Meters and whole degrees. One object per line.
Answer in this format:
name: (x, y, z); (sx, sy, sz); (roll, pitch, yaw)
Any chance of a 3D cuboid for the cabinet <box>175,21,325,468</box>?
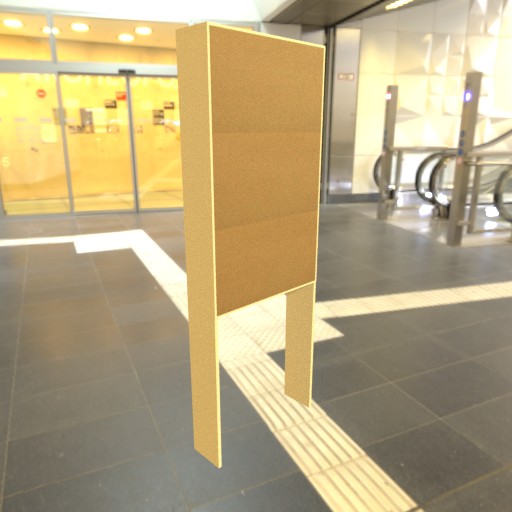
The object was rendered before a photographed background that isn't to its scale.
cabinet: (0.000, 0.000, 1.981); (0.643, 1.770, 0.192); (-15, 22, -42)
